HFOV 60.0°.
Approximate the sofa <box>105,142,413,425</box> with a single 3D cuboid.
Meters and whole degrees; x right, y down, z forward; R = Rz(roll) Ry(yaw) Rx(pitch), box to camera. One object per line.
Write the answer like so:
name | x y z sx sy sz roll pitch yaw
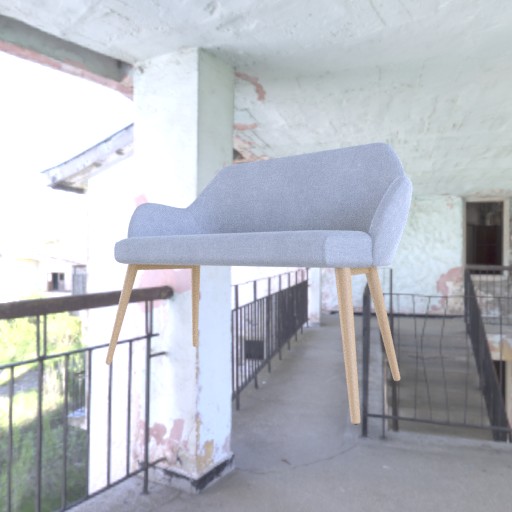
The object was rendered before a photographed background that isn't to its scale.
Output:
sofa | 0.000 0.000 1.627 1.150 0.840 0.610 0 0 36
